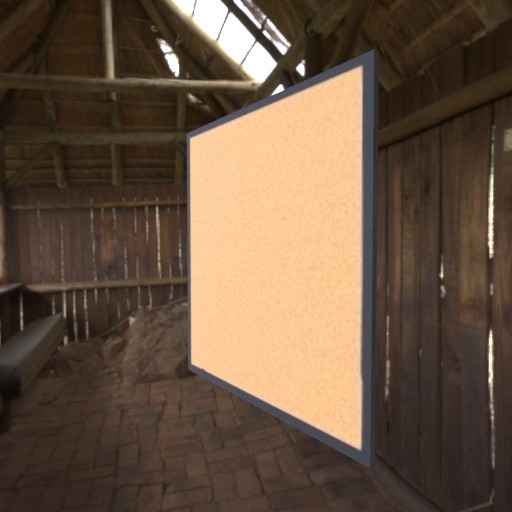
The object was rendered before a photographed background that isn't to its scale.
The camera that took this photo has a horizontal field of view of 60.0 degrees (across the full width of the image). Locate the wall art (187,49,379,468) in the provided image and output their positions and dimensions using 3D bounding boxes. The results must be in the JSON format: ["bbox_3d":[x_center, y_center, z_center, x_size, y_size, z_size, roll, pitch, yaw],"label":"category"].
[{"bbox_3d":[0.000,0.000,1.213,0.013,0.823,0.823,-1,3,-35],"label":"wall art"}]
